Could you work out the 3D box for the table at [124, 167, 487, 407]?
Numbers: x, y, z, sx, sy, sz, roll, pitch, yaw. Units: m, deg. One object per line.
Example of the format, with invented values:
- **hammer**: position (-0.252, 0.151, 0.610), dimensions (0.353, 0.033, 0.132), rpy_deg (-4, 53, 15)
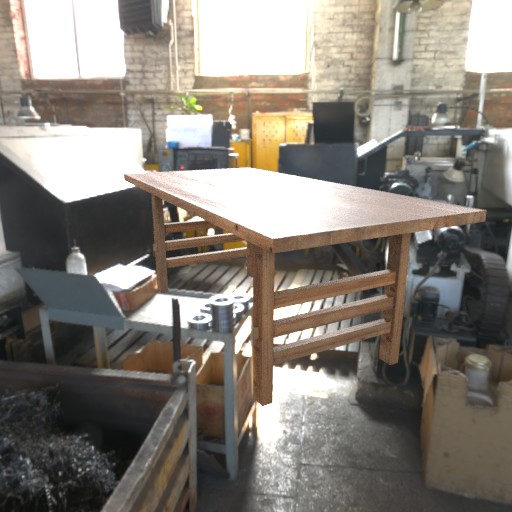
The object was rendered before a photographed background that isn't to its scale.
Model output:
- **table**: position (0.000, 0.000, 2.448), dimensions (0.952, 0.760, 2.003), rpy_deg (-9, 19, -27)
